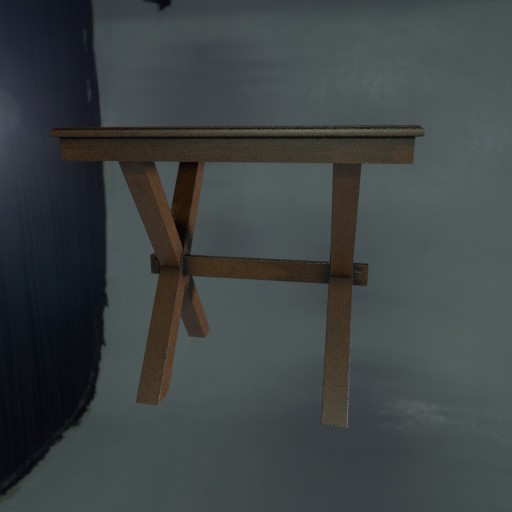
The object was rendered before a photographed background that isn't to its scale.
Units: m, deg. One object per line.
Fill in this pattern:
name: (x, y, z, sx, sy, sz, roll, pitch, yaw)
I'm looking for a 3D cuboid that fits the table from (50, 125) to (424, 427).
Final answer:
table: (0.000, 0.000, 1.029, 0.602, 0.562, 0.560, 3, 15, 11)
